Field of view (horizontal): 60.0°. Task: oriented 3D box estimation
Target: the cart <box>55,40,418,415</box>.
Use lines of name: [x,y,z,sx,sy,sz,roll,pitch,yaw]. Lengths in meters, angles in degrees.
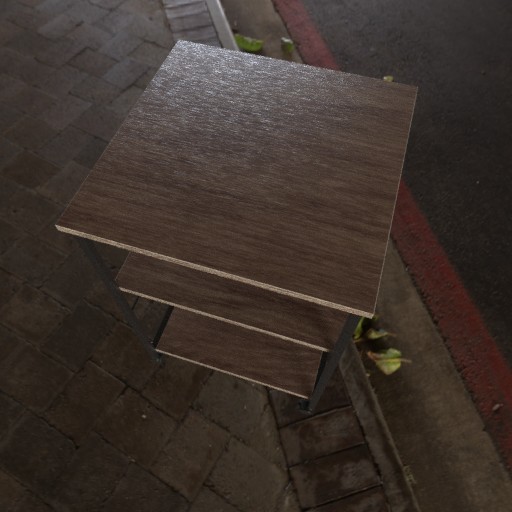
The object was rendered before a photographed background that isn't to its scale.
cart: [0.000,0.000,1.133,0.521,0.762,0.520,15,60,9]
